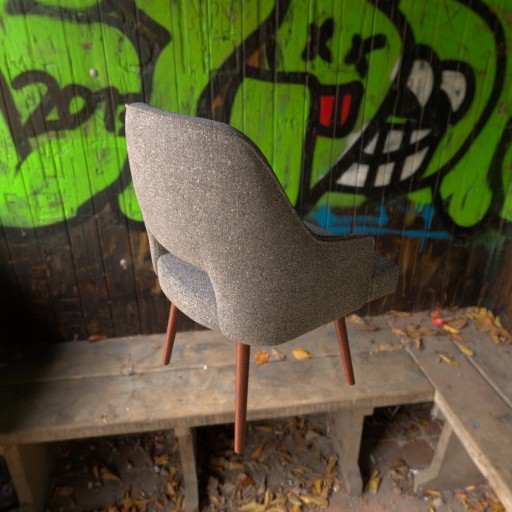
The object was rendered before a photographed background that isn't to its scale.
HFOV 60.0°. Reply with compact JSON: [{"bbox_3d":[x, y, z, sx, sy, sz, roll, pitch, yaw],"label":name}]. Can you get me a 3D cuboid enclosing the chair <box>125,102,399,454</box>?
[{"bbox_3d":[0.000,0.000,1.298,0.629,0.875,0.608,-18,31,-32],"label":"chair"}]
